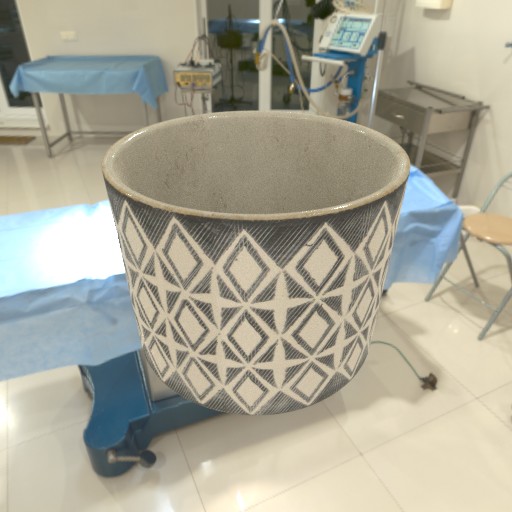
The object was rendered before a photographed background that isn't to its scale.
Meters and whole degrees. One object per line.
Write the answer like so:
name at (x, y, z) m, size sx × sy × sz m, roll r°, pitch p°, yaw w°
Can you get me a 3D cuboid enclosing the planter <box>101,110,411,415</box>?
planter at (0.000, 0.000, 0.331) m, size 0.192 × 0.165 × 0.192 m, roll 0°, pitch 33°, yaw 0°
